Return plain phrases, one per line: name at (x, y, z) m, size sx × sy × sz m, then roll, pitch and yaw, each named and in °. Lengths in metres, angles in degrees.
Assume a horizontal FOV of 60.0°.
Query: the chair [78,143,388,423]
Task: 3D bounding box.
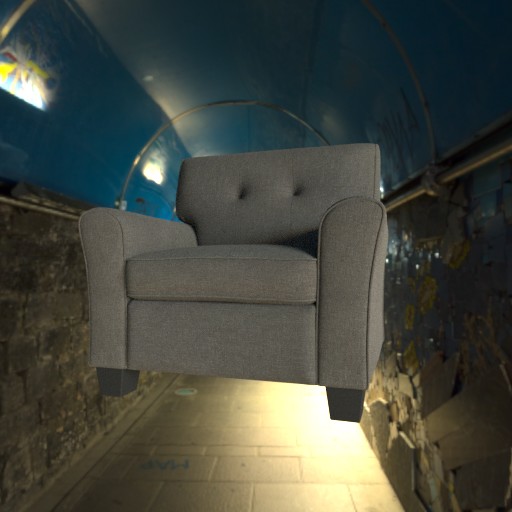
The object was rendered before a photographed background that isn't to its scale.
chair at (0.000, 0.000, 1.622) m, size 0.941 × 0.890 × 0.816 m, roll 0°, pitch -1°, yaw 18°
